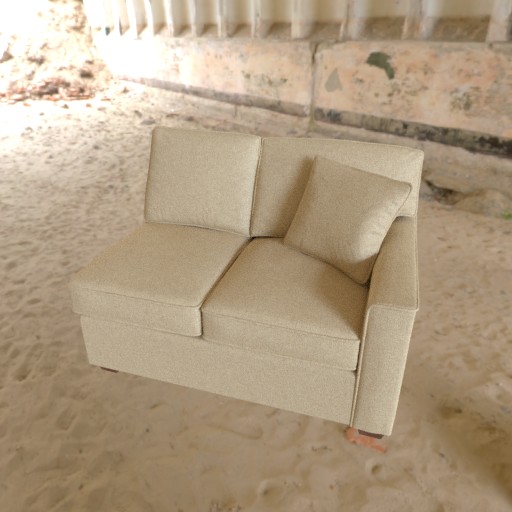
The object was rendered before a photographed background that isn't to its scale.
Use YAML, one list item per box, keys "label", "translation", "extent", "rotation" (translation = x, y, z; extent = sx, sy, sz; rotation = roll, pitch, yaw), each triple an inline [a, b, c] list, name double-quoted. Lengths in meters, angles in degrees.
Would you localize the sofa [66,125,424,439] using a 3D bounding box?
- label: "sofa"
  translation: [0.000, 0.000, 2.053]
  extent: [1.388, 0.989, 0.991]
  rotation: [8, 28, 16]
